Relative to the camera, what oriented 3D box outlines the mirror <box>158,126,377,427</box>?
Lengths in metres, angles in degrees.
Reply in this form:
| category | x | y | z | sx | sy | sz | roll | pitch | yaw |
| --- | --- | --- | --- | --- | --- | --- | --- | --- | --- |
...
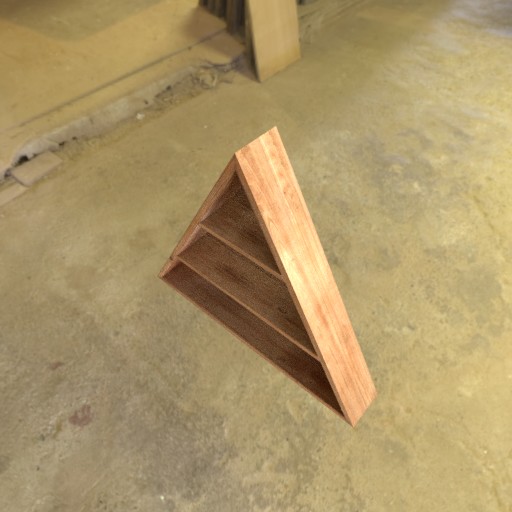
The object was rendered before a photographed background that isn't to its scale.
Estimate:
| category | x | y | z | sx | sy | sz | roll | pitch | yaw |
| --- | --- | --- | --- | --- | --- | --- | --- | --- | --- |
| mirror | 0.000 | 0.000 | 0.897 | 0.631 | 0.548 | 0.100 | 33 | 56 | 26 |
